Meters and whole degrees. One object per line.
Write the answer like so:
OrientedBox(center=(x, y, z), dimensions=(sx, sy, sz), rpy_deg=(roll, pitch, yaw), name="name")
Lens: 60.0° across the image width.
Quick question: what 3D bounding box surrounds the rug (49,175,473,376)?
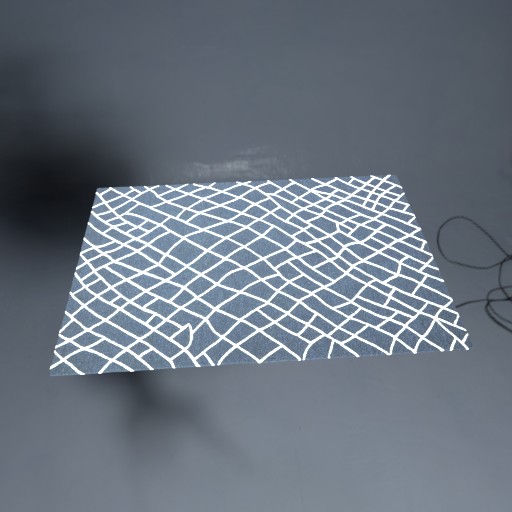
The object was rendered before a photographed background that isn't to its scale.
OrientedBox(center=(0.000, 0.000, 2.300), dimensions=(1.830, 0.013, 1.223), rpy_deg=(-3, 48, -3), name="rug")
